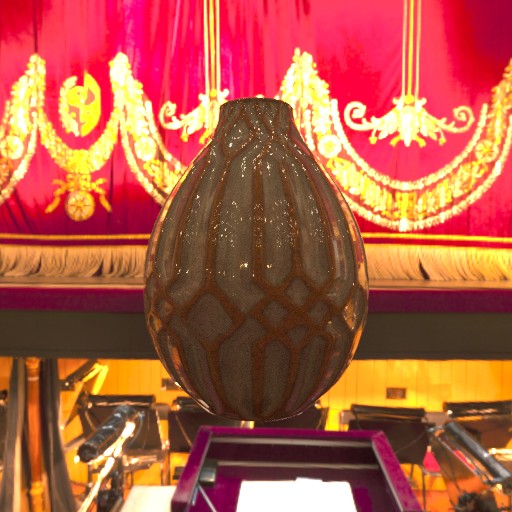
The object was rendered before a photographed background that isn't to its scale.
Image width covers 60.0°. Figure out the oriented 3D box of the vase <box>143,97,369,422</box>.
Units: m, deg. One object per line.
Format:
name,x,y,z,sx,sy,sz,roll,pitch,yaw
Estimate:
vase,0.000,0.000,0.265,0.131,0.175,0.131,0,2,0
